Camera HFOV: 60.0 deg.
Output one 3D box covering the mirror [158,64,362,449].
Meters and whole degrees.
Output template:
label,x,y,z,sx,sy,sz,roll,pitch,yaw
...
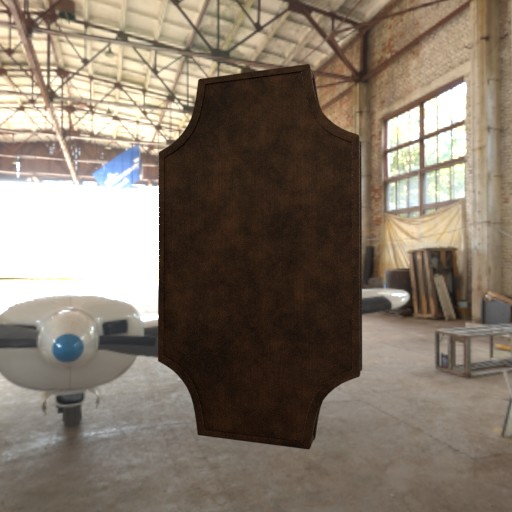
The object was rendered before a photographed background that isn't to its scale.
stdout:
label,x,y,z,sx,sy,sz,roll,pitch,yaw
mirror,0.000,0.000,1.001,0.462,0.811,0.066,0,-1,18
